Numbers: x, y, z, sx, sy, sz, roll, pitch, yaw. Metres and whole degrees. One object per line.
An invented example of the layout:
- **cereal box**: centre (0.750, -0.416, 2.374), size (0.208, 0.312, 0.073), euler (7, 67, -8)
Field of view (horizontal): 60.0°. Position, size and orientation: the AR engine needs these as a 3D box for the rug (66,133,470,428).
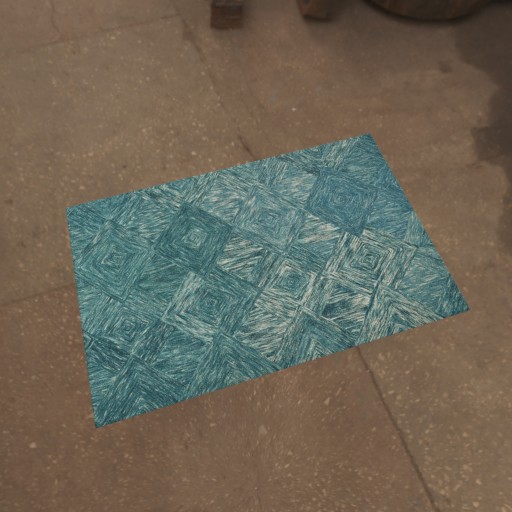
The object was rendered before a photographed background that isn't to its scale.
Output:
- **rug**: centre (0.000, 0.000, 2.876), size (2.277, 0.015, 1.490), euler (-15, 63, -8)
